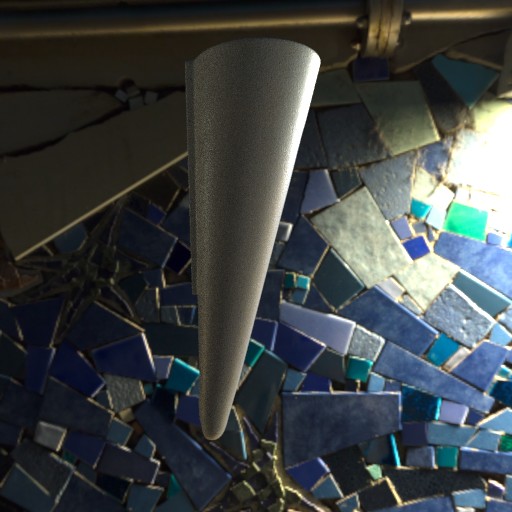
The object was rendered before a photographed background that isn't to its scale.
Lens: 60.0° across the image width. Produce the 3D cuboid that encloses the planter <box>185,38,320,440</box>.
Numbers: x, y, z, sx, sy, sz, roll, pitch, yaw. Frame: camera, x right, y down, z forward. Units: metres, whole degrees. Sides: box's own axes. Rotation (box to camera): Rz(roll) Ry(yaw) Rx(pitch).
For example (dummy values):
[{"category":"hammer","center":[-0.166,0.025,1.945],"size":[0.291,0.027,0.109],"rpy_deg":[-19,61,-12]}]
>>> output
[{"category":"planter","center":[0.000,0.000,0.223],"size":[0.064,0.191,0.057],"rpy_deg":[0,0,19]}]
